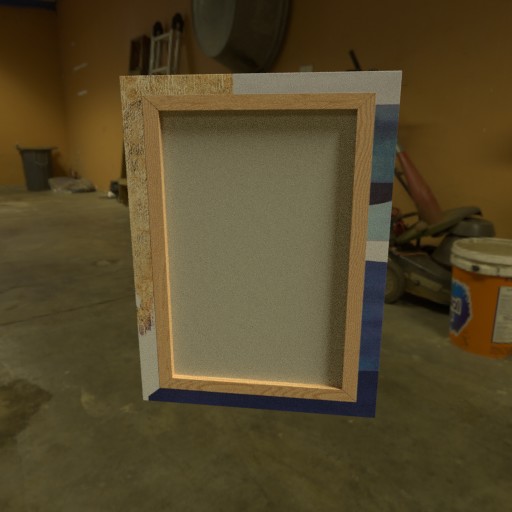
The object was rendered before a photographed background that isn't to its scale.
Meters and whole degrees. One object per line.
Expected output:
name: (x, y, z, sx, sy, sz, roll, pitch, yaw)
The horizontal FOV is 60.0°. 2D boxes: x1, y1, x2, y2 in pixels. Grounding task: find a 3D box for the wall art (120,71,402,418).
wall art: (0.000, 0.000, 0.803, 0.458, 0.613, 0.026, 2, 15, 7)
